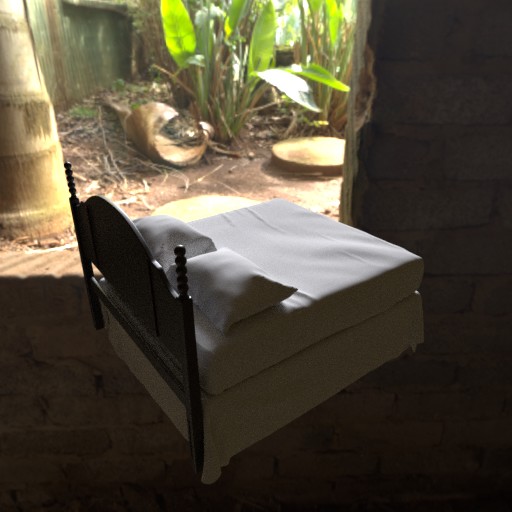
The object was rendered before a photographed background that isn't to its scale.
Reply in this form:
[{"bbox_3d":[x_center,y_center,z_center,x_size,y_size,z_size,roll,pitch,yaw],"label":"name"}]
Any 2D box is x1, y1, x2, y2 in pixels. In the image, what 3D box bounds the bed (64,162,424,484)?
[{"bbox_3d":[0.000,0.000,3.220,2.040,1.356,1.873,-19,32,-32],"label":"bed"}]
